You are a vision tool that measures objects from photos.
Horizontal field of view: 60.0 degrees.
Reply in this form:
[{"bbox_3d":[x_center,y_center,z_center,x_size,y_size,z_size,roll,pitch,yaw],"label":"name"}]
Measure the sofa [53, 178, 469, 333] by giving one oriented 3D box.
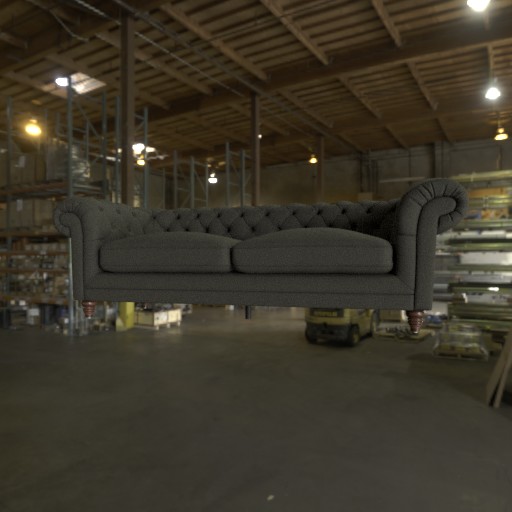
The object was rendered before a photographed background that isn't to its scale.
[{"bbox_3d":[0.000,0.000,2.825,2.362,0.762,0.991,0,-1,17],"label":"sofa"}]
